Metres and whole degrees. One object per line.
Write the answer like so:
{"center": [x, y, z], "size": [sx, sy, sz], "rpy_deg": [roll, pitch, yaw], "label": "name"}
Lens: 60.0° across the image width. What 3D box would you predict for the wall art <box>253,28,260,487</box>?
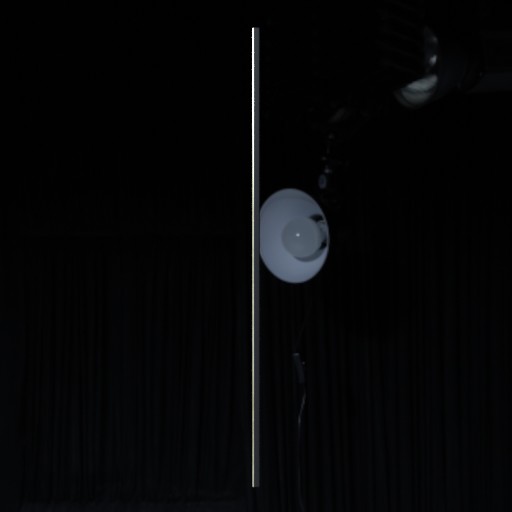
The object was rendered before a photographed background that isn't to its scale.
{"center": [0.000, 0.000, 0.779], "size": [0.009, 0.559, 0.483], "rpy_deg": [0, 1, 0], "label": "wall art"}
